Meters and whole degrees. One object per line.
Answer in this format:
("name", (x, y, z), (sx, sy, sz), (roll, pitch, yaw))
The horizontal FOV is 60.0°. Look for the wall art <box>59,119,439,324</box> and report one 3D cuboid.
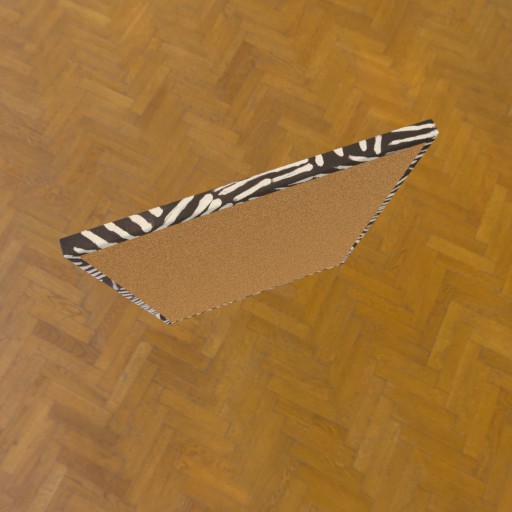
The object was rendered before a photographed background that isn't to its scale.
("wall art", (0.000, 0.000, 1.341), (0.765, 1.017, 0.038), (-19, 75, -5))
